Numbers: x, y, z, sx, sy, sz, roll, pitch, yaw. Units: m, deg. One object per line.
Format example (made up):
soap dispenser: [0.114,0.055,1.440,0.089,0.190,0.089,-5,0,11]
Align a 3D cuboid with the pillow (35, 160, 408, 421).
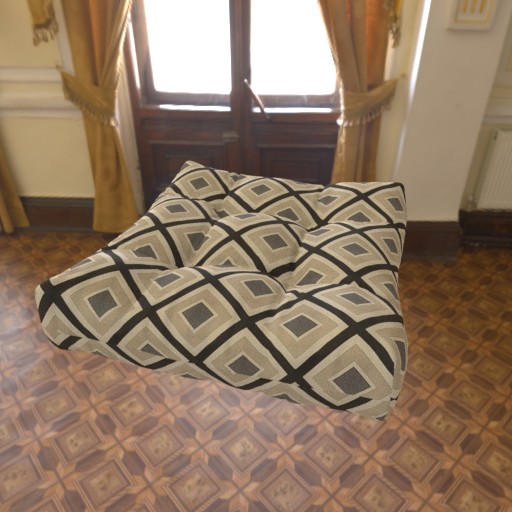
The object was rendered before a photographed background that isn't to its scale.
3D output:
pillow: [0.000,0.000,0.716,0.468,0.128,0.490,9,33,13]
